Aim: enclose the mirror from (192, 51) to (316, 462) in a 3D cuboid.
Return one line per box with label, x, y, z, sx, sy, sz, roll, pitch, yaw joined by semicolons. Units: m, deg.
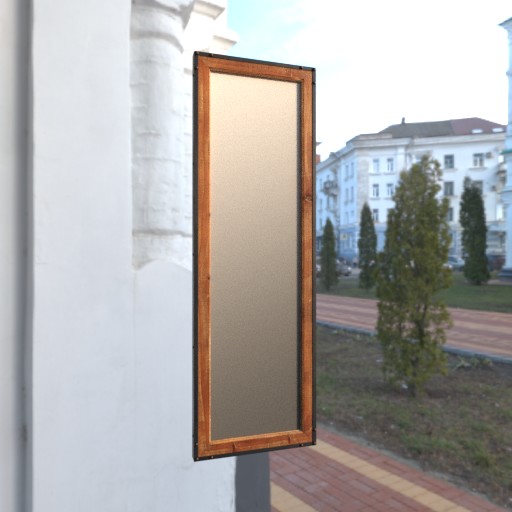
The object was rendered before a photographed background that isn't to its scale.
mirror;0.000;0.000;1.226;0.354;1.080;0.042;0;0;-17
